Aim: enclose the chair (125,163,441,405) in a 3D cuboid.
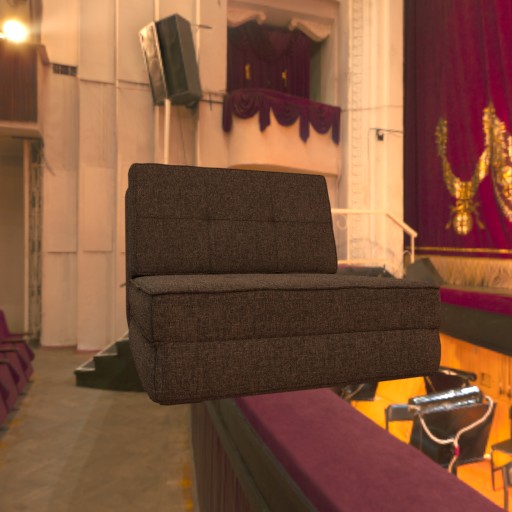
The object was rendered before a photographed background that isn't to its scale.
[{"bbox_3d":[0.000,0.000,1.359,0.740,0.615,0.800,0,0,-19],"label":"chair"}]
